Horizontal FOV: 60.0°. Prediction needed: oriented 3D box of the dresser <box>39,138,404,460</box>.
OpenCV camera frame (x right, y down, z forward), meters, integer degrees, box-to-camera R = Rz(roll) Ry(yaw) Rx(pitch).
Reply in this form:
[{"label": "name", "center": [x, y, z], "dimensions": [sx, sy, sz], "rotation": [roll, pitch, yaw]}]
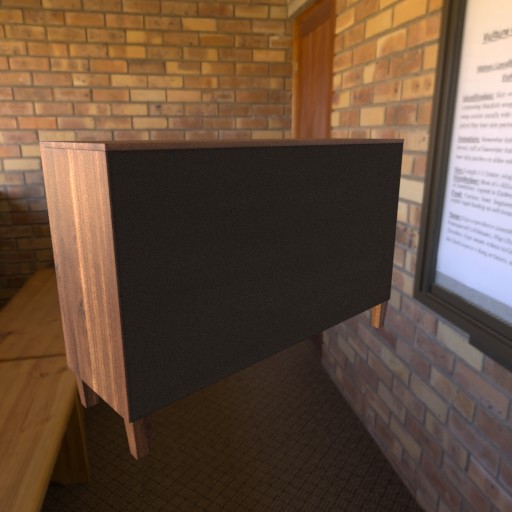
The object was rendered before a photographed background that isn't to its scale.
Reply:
[{"label": "dresser", "center": [0.000, 0.000, 1.758], "dimensions": [1.387, 0.892, 0.438], "rotation": [-14, 21, -42]}]
